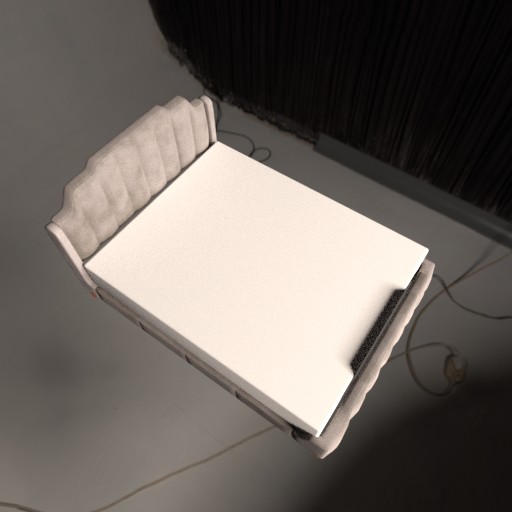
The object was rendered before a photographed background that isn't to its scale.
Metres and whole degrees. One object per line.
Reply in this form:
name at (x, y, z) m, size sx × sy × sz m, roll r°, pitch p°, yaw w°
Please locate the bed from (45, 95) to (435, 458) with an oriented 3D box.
bed at (0.000, 0.000, 3.314) m, size 2.340 × 1.245 × 1.676 m, roll 31°, pitch 62°, yaw 18°
